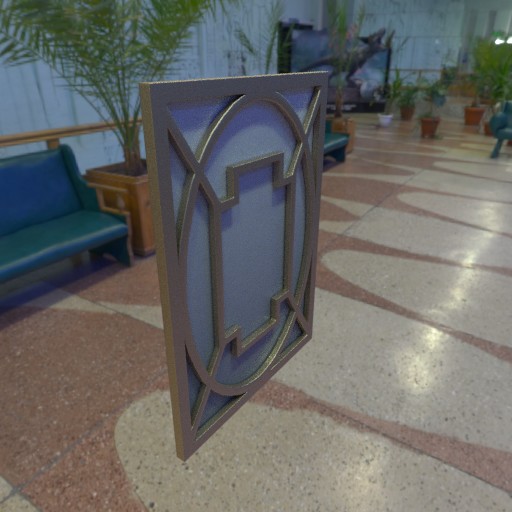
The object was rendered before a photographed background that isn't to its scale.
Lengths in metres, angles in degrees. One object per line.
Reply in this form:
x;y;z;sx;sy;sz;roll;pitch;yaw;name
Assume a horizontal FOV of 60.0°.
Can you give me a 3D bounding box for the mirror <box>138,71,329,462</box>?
0.000;0.000;1.357;0.032;1.023;0.756;17;29;32;mirror
